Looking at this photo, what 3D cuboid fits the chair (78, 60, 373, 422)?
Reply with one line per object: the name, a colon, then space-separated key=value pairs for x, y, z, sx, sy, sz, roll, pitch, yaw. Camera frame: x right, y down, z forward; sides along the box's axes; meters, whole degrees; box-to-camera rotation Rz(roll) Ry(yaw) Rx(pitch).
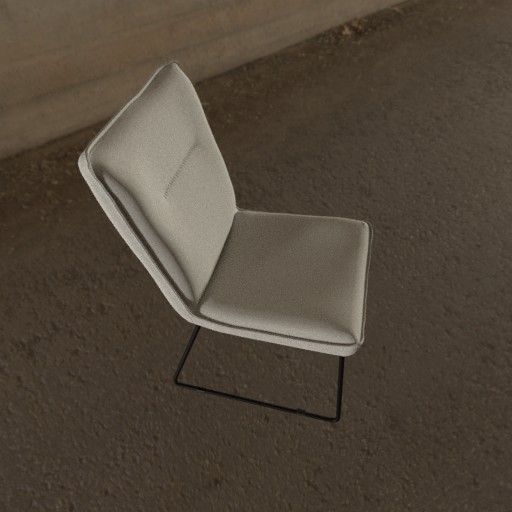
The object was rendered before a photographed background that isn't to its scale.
chair: x=0.000 y=0.000 z=1.345 sx=0.688 sy=0.930 sz=0.515 roll=10 pitch=48 yaw=9
